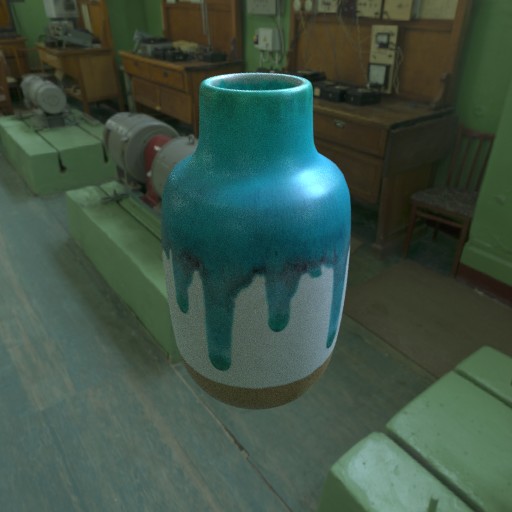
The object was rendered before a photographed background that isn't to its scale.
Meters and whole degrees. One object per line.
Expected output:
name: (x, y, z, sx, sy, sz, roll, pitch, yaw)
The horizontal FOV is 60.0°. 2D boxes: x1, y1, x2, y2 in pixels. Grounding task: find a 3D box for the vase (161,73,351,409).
vase: (0.000, 0.000, 0.257, 0.106, 0.192, 0.106, 0, 31, 0)
